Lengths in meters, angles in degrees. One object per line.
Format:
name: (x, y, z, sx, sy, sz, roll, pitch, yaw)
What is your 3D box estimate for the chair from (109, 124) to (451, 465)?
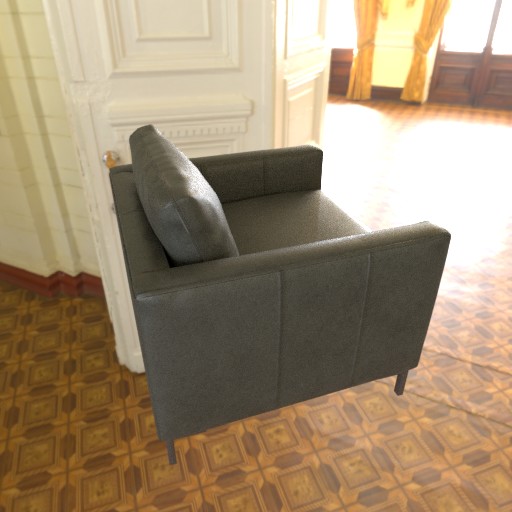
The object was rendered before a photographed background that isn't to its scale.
chair: (0.000, 0.000, 1.492, 0.861, 0.824, 0.967, -10, 32, -17)
